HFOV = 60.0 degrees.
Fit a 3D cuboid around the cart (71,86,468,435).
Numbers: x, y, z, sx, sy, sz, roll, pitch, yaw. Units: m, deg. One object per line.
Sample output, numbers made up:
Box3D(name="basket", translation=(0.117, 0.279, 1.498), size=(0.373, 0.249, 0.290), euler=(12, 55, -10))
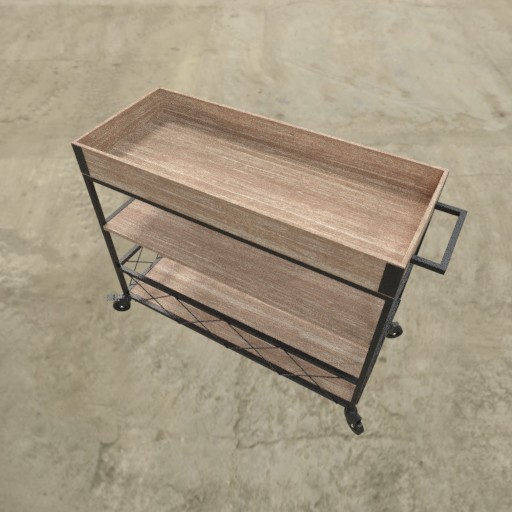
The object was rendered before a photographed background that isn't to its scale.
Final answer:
Box3D(name="cart", translation=(0.000, 0.000, 1.491), size=(1.101, 0.787, 0.500), euler=(23, 51, 20))
